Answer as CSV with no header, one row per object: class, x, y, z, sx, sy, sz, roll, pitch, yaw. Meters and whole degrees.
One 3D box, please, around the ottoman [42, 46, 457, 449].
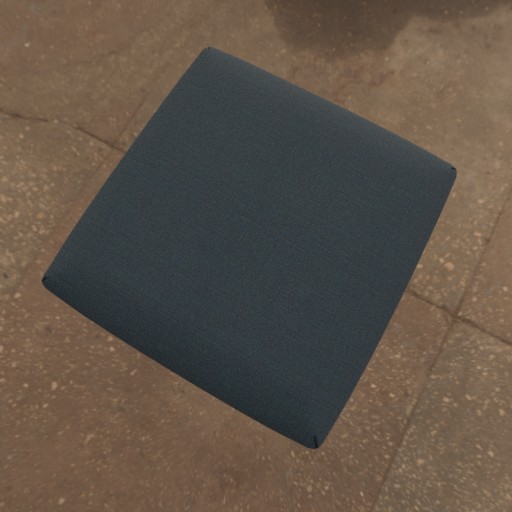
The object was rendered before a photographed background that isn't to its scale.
ottoman,0.000,0.000,0.878,0.497,0.475,0.507,30,77,7
